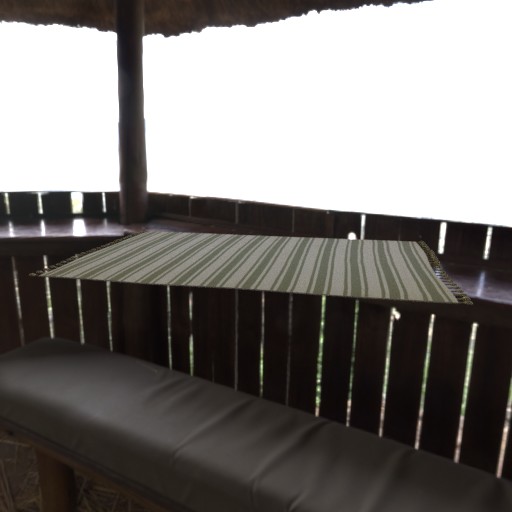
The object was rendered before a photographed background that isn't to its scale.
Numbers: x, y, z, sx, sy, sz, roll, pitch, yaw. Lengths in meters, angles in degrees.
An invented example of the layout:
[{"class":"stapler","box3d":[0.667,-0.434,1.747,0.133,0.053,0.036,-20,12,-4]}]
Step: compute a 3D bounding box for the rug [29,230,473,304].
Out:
[{"class":"rug","box3d":[0.000,0.000,2.348,1.875,0.013,1.162,3,14,12]}]
